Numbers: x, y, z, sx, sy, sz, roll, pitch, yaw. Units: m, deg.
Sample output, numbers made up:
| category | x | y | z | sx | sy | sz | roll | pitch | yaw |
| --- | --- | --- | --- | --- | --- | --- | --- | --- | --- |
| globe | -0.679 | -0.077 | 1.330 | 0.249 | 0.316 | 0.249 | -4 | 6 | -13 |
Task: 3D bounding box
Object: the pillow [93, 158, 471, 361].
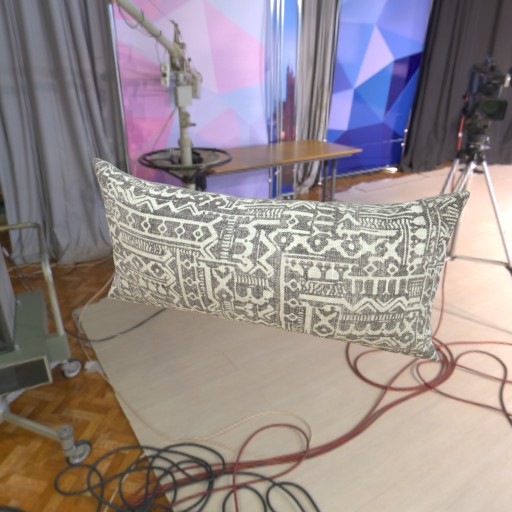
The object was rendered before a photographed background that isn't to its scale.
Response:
| category | x | y | z | sx | sy | sz | roll | pitch | yaw |
| --- | --- | --- | --- | --- | --- | --- | --- | --- | --- |
| pillow | 0.000 | 0.000 | 0.752 | 0.631 | 0.290 | 0.148 | 8 | 27 | 16 |
